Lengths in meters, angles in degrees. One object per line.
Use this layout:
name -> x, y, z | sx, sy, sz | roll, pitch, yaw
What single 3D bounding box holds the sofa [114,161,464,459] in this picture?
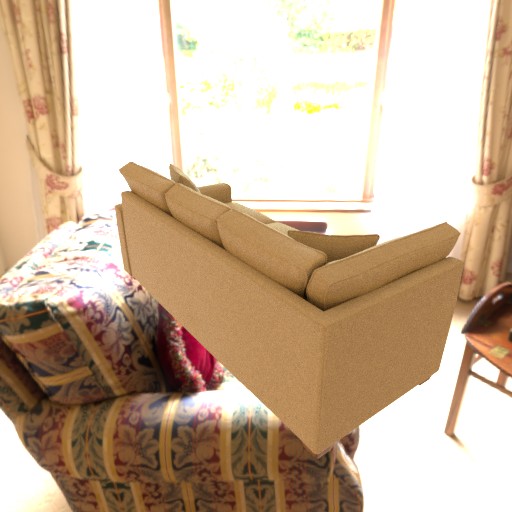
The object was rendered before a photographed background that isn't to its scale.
sofa -> 0.000, 0.000, 2.940 | 1.061, 0.962, 2.317 | -17, 31, -32
